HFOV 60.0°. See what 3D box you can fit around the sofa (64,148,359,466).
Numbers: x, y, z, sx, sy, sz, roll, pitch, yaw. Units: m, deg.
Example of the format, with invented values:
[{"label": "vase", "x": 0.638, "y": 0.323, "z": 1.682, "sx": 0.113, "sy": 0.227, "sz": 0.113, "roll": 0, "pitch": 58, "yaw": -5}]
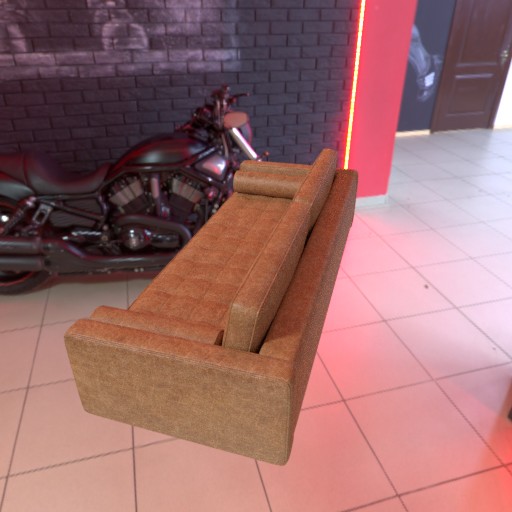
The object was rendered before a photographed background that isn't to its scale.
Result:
[{"label": "sofa", "x": 0.000, "y": 0.000, "z": 2.553, "sx": 0.919, "sy": 0.770, "sz": 2.200, "roll": 9, "pitch": 31, "yaw": 15}]
